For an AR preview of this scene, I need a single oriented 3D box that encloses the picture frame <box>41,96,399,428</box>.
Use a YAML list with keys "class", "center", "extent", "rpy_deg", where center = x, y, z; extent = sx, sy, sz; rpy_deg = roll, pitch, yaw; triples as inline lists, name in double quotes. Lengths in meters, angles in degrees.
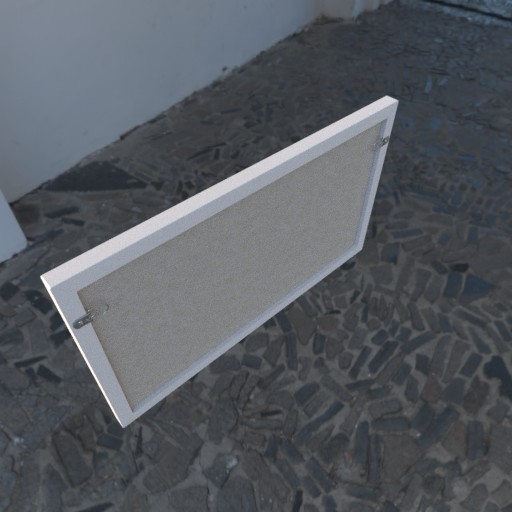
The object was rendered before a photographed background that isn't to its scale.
- class: "picture frame"
  center: [0.000, 0.000, 0.785]
  extent: [0.647, 0.379, 0.044]
  rpy_deg: [-33, 55, -27]
